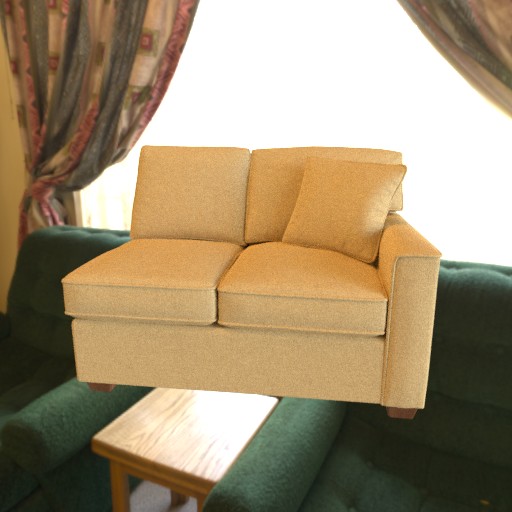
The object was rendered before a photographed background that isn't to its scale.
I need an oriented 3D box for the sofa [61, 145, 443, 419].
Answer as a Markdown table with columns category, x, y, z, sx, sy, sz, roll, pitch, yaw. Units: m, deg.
| category | x | y | z | sx | sy | sz | roll | pitch | yaw |
| --- | --- | --- | --- | --- | --- | --- | --- | --- | --- |
| sofa | 0.000 | 0.000 | 2.036 | 1.388 | 0.989 | 0.991 | 2 | 14 | 8 |
